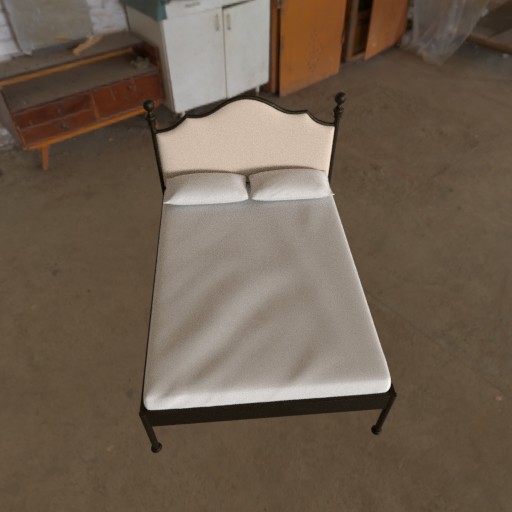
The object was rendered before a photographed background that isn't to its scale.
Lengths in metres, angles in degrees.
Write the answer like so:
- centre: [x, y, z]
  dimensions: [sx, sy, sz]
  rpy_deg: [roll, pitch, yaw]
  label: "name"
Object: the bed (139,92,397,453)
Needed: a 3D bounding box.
- centre: [0.000, 0.000, 3.328]
  dimensions: [1.642, 1.499, 2.224]
  rpy_deg: [-3, 46, -3]
  label: "bed"
